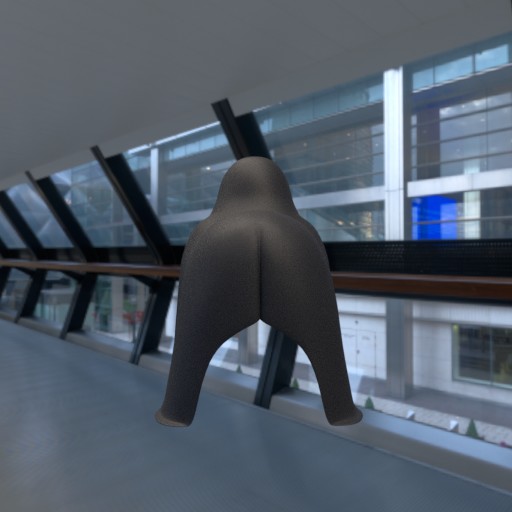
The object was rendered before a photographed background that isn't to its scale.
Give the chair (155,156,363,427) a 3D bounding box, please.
[{"bbox_3d":[0.000,0.000,1.135,0.490,0.600,0.758,0,-1,-1],"label":"chair"}]
